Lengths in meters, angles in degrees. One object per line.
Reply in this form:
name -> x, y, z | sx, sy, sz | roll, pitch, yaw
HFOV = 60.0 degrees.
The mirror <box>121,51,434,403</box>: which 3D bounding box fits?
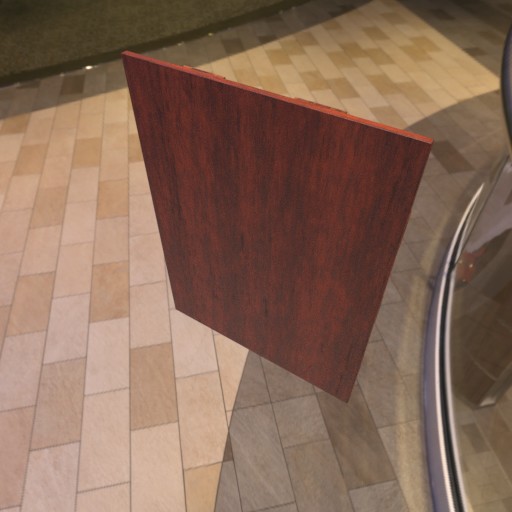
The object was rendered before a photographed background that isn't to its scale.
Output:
mirror -> 0.000, 0.000, 1.033 | 0.600, 0.805, 0.021 | 24, 51, 22
